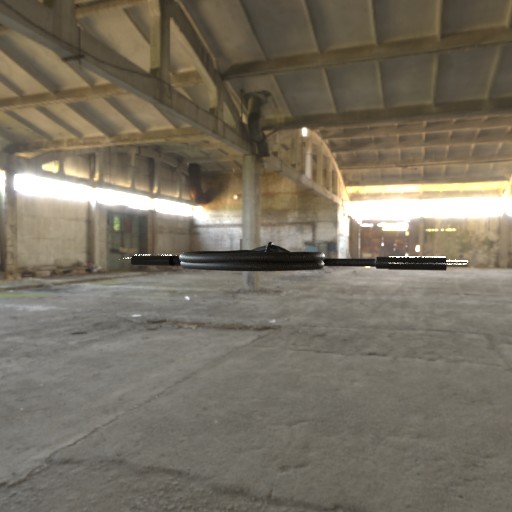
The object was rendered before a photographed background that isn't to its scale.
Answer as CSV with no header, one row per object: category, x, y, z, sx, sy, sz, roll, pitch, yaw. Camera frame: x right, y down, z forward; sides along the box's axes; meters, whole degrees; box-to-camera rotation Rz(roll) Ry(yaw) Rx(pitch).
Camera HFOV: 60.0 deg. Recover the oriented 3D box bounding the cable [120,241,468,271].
cable,0.000,0.000,0.209,0.186,0.014,0.070,0,1,19
